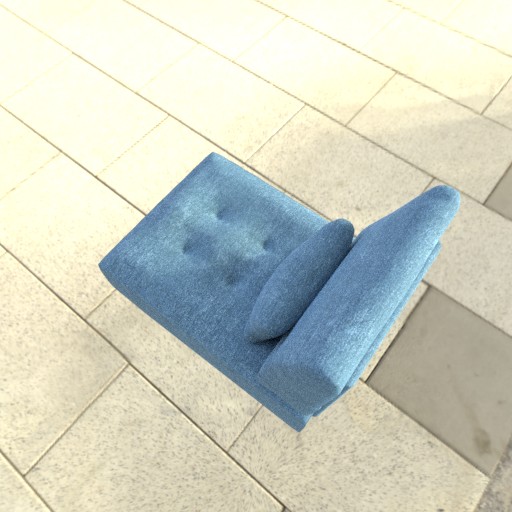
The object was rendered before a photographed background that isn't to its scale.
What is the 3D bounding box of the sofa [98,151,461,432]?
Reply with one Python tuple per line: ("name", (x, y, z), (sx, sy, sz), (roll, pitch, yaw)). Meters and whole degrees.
("sofa", (0.000, 0.000, 1.578), (1.000, 0.820, 0.700), (34, 68, 16))
